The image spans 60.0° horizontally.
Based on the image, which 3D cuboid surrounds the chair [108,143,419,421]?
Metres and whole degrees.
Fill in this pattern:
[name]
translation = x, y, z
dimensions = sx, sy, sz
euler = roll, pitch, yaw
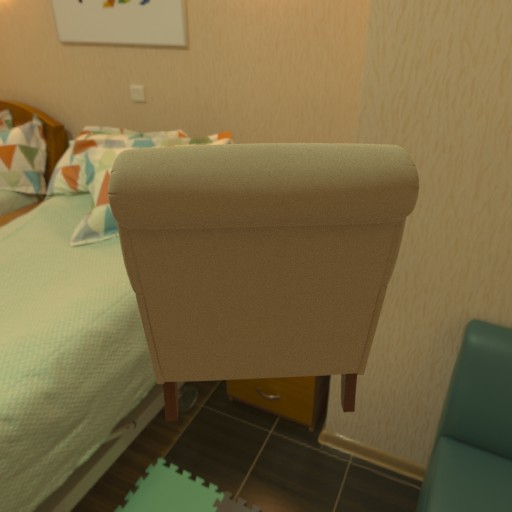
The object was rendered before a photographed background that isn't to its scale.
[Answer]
[chair]
translation = 0.000, 0.000, 1.564
dimensions = 0.766, 0.942, 0.842
euler = -2, 28, -3
